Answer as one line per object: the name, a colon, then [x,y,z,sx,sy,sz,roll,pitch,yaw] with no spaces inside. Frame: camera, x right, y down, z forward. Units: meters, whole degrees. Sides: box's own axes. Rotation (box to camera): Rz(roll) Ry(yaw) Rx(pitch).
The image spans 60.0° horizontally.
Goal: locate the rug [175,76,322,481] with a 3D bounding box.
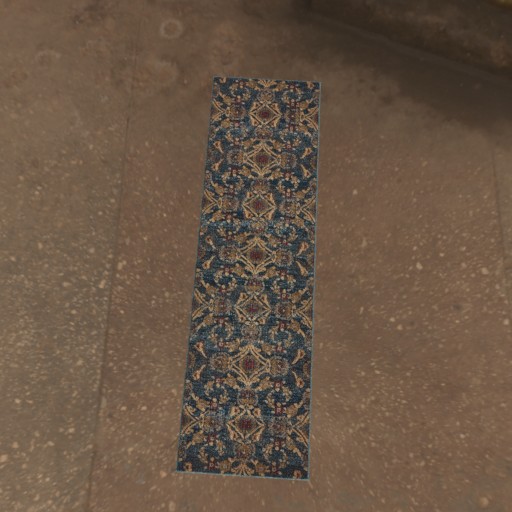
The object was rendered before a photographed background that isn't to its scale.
rug: [0.000,0.000,2.508,0.685,0.014,2.292,3,76,1]
